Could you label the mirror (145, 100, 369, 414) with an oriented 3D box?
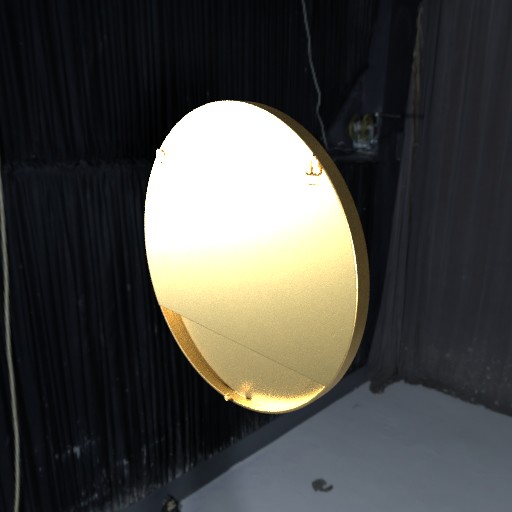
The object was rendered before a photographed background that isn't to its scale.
[{"bbox_3d":[0.000,0.000,0.699,0.133,0.457,0.457,-14,21,-42],"label":"mirror"}]
